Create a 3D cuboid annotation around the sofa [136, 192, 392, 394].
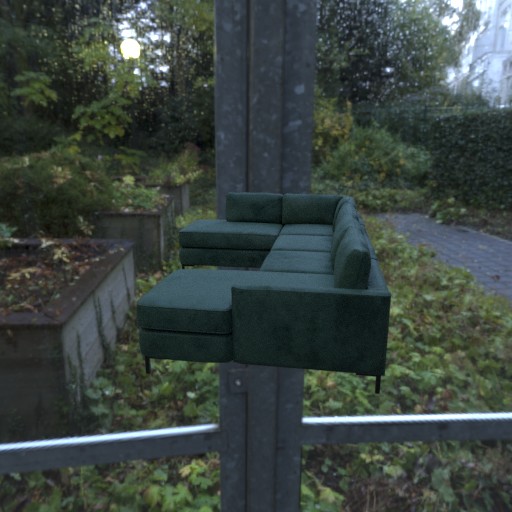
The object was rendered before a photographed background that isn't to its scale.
[{"bbox_3d":[0.000,0.000,4.006,1.992,0.861,2.994,2,15,9],"label":"sofa"}]
